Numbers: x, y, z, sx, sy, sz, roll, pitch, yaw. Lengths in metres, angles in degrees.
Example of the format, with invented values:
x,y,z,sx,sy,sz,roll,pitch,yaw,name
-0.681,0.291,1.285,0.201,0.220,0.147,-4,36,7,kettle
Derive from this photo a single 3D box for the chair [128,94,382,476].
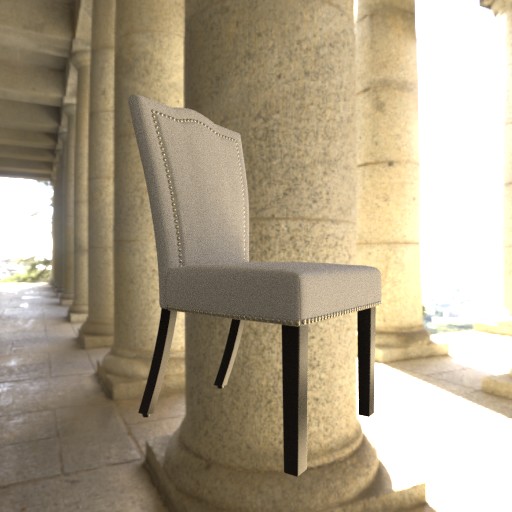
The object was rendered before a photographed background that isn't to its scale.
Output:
x,y,z,sx,sy,sz,roll,pitch,yaw,name
0.000,0.000,1.293,0.589,0.946,0.518,0,0,35,chair
